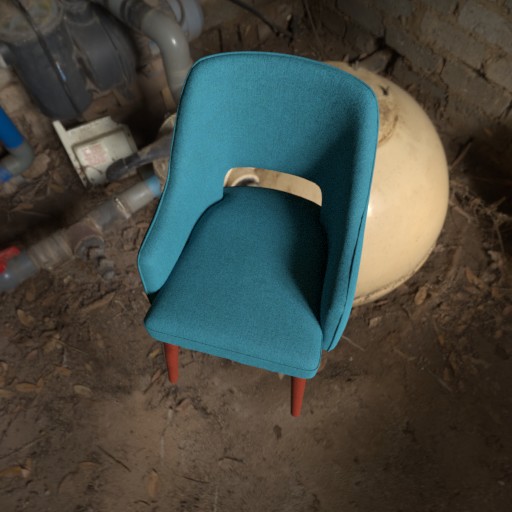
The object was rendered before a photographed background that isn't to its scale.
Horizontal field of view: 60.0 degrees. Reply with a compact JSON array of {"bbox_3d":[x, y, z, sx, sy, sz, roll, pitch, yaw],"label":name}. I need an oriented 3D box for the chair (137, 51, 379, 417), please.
[{"bbox_3d":[0.000,0.000,1.229,0.548,0.849,0.605,13,60,8],"label":"chair"}]
